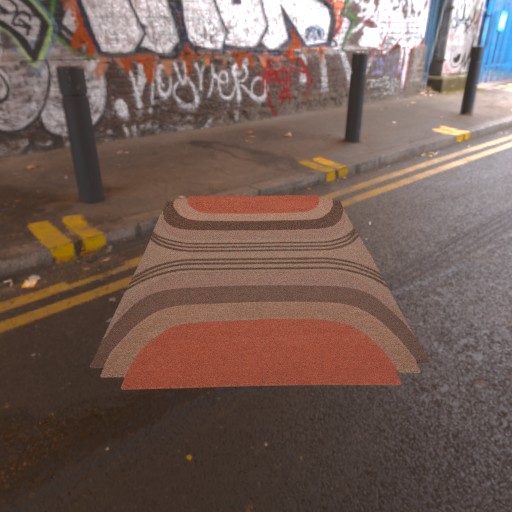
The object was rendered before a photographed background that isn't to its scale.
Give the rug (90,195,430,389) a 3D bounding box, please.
[{"bbox_3d":[0.000,0.000,2.949,1.530,0.017,2.446,0,27,-1],"label":"rug"}]
